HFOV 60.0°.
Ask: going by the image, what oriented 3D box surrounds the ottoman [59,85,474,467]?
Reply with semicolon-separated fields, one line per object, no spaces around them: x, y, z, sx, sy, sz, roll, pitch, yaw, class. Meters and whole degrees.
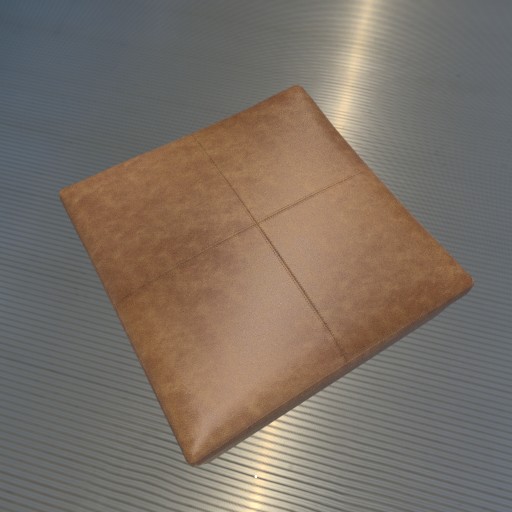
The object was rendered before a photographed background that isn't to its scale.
0.000;0.000;1.834;1.168;0.483;1.169;-28;67;-13;ottoman
